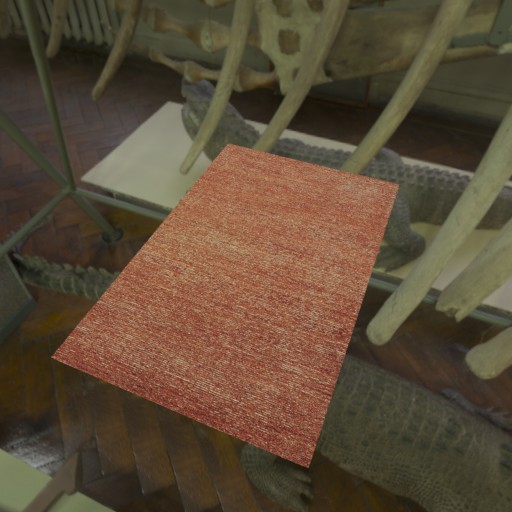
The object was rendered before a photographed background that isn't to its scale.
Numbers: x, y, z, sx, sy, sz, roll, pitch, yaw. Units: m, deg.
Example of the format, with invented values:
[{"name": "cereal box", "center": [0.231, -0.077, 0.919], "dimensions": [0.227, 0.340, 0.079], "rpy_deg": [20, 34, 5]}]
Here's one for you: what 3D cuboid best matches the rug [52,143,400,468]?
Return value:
[{"name": "rug", "center": [0.000, 0.000, 2.265], "dimensions": [1.139, 0.011, 1.747], "rpy_deg": [17, 49, 15]}]
